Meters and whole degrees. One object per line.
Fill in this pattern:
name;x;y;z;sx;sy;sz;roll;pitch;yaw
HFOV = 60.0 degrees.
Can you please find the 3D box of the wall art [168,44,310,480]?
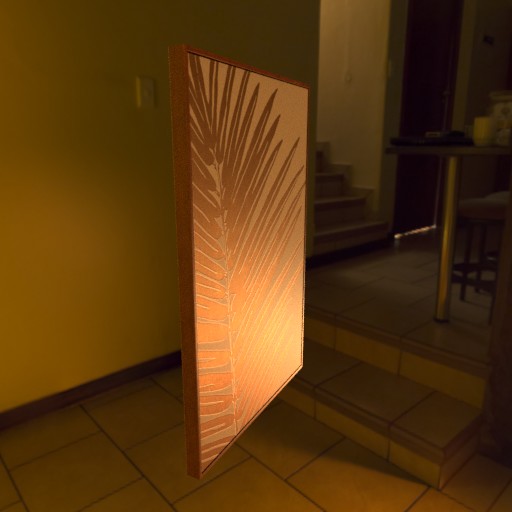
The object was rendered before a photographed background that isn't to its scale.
wall art;0.000;0.000;1.168;0.037;0.914;0.610;7;15;27
